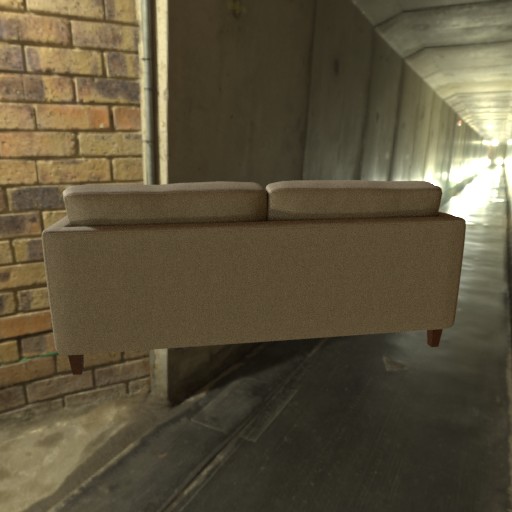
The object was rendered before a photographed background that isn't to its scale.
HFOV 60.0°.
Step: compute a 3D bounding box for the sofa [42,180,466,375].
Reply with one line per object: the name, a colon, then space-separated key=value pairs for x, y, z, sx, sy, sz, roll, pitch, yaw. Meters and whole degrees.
sofa: x=0.000 y=0.000 z=2.744 sx=2.208 sy=0.963 sz=0.956 roll=-2 pitch=15 yaw=-9
